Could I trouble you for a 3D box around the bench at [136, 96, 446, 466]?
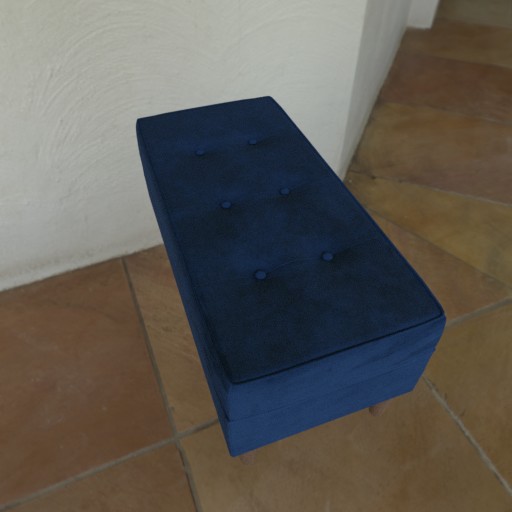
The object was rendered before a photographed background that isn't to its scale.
[{"bbox_3d":[0.000,0.000,1.309,0.489,0.467,1.010,-15,48,-14],"label":"bench"}]
